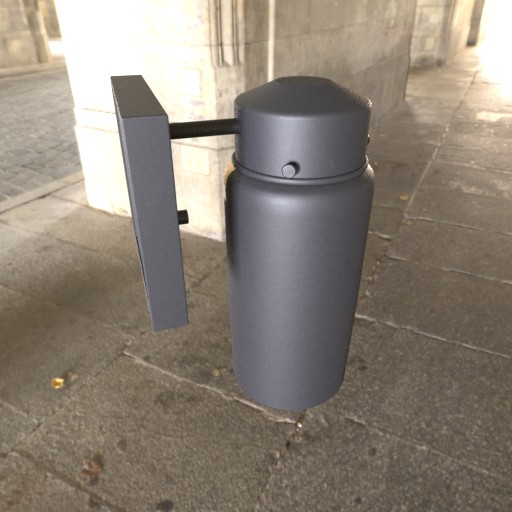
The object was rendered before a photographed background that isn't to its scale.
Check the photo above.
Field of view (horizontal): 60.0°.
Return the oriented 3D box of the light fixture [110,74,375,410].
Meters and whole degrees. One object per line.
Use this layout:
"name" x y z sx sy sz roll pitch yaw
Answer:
"light fixture" 0.000 0.000 0.349 0.176 0.257 0.130 -9 32 -15
